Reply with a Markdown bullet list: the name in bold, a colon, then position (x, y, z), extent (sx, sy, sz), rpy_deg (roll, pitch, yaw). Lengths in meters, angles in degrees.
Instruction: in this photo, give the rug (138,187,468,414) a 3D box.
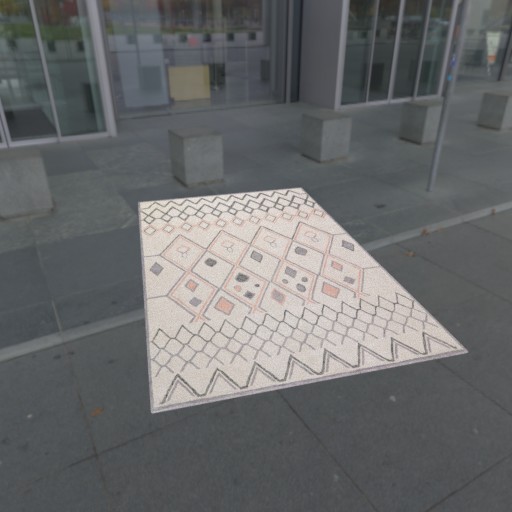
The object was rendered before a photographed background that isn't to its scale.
- **rug**: position (0.000, 0.000, 3.040), extent (1.524, 0.015, 2.438), rpy_deg (-7, 29, -13)
